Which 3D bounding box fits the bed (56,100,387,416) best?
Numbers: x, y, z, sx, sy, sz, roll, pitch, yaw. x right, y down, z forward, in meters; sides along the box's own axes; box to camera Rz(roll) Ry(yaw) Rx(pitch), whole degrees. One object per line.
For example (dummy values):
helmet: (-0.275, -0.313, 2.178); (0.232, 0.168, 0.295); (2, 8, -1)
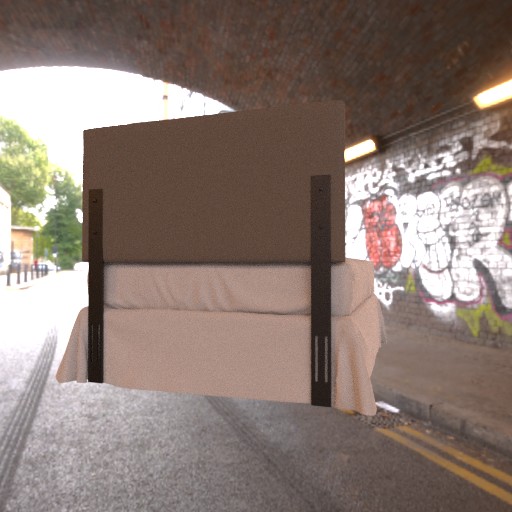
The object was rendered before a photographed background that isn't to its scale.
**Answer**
bed: (0.000, 0.000, 3.470); (1.936, 1.577, 2.222); (0, -1, 18)
